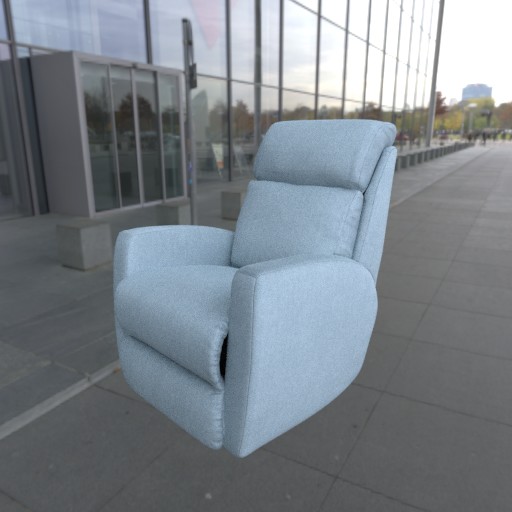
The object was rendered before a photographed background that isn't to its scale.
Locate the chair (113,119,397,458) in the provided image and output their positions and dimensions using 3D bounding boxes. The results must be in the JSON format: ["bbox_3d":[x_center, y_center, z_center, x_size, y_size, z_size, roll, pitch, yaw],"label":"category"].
[{"bbox_3d":[0.000,0.000,1.704,0.940,1.013,0.812,-15,22,-43],"label":"chair"}]
